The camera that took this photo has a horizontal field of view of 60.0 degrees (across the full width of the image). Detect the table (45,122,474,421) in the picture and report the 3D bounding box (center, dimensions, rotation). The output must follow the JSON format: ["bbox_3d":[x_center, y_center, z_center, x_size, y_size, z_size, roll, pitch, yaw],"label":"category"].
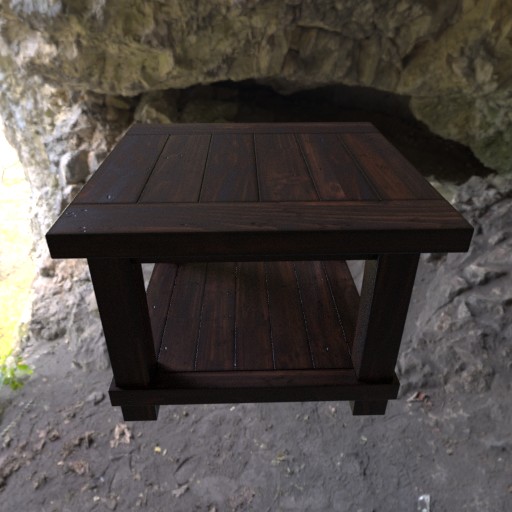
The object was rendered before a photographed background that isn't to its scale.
[{"bbox_3d":[0.000,0.000,0.988,0.606,0.437,0.593,-1,31,-1],"label":"table"}]
